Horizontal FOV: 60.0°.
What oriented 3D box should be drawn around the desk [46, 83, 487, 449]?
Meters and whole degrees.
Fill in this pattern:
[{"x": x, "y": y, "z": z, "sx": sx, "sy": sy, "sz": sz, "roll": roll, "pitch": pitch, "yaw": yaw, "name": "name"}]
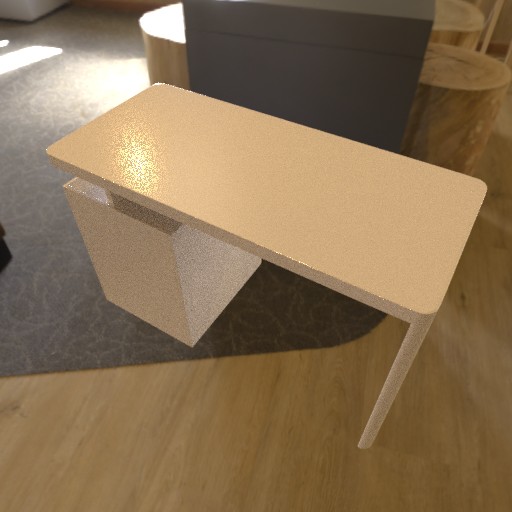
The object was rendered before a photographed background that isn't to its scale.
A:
[{"x": 0.000, "y": 0.000, "z": 1.568, "sx": 1.200, "sy": 0.760, "sz": 0.550, "roll": 24, "pitch": 51, "yaw": 21, "name": "desk"}]
